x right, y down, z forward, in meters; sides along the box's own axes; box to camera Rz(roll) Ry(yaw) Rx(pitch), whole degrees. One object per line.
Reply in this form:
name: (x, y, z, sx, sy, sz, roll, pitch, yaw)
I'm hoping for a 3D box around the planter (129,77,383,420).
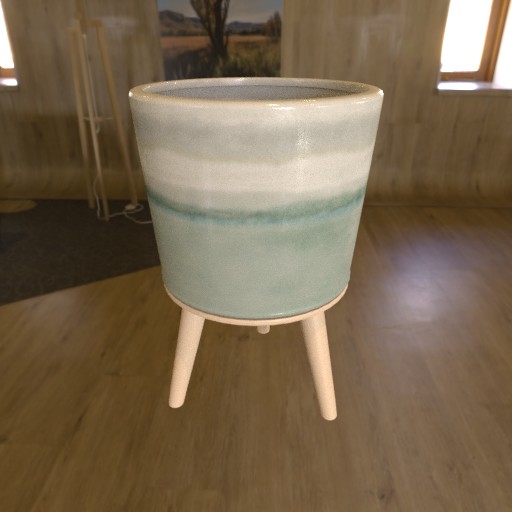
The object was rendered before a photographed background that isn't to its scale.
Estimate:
planter: (0.000, 0.000, 0.562, 0.265, 0.404, 0.265, 9, 27, 17)
